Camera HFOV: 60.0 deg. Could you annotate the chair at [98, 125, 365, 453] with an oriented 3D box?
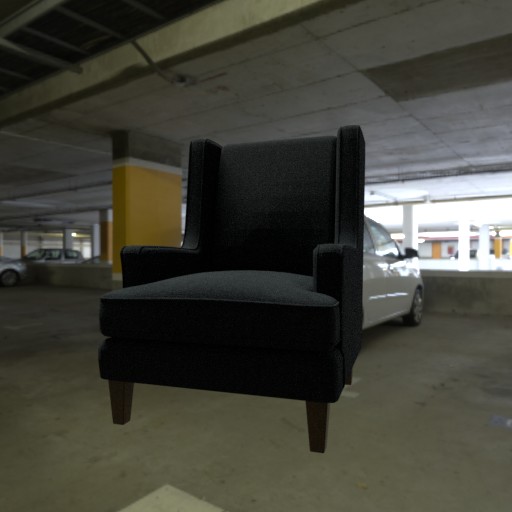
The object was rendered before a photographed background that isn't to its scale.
[{"bbox_3d":[0.000,0.000,1.718,0.764,1.072,0.947,0,0,18],"label":"chair"}]
